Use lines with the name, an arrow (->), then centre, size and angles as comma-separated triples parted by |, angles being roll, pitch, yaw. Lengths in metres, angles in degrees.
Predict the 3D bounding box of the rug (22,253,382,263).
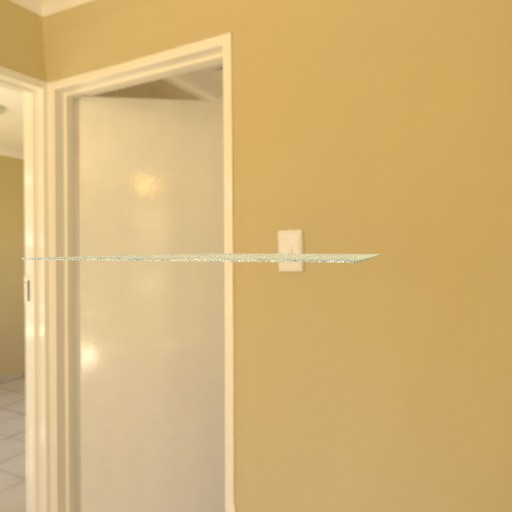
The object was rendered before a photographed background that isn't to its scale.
rug -> 0.000, 0.000, 2.195 | 1.142, 0.006, 1.752 | 0, 1, 18
